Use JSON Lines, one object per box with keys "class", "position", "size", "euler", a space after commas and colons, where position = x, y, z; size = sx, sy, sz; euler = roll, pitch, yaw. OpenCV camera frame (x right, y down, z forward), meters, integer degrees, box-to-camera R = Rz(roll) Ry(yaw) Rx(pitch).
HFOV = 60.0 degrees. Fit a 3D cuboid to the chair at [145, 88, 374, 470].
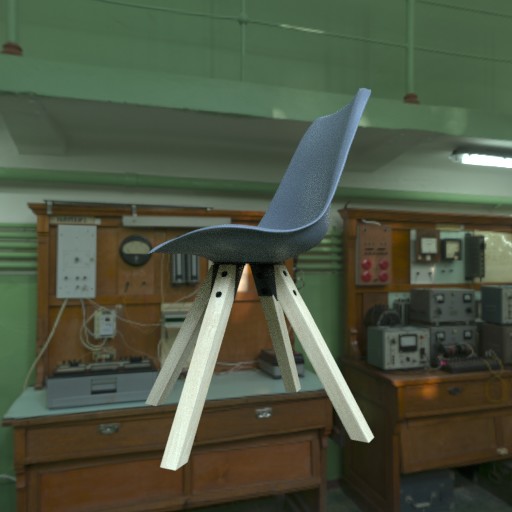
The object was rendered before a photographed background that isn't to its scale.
{"class": "chair", "position": [0.000, 0.000, 1.156], "size": [0.550, 0.850, 0.485], "euler": [0, -1, -18]}
